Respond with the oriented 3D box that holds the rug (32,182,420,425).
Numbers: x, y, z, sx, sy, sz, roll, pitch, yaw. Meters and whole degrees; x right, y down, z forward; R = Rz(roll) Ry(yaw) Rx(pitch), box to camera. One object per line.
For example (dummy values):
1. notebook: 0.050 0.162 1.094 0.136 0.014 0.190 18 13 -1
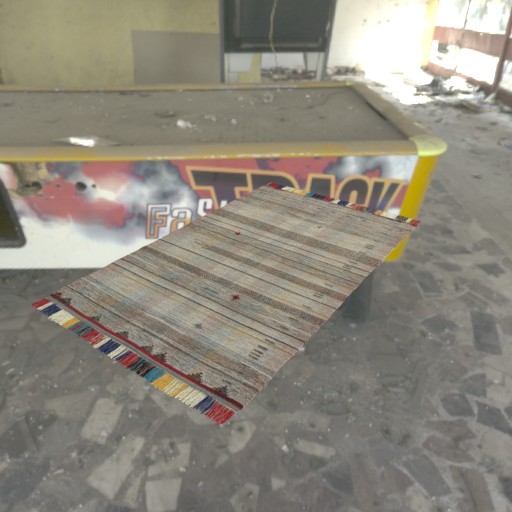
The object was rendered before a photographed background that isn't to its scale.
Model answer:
1. rug: 0.000 0.000 3.035 1.465 0.012 2.465 20 36 31
